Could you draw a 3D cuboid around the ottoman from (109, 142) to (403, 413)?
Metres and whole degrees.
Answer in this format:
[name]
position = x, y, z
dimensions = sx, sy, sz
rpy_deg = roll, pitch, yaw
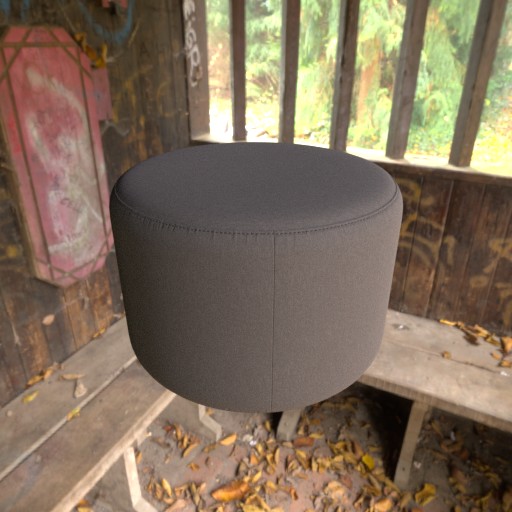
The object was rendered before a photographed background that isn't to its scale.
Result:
[ottoman]
position = 0.000, 0.000, 1.021
dimensions = 0.608, 0.433, 0.608
rpy_deg = 0, 27, 0
